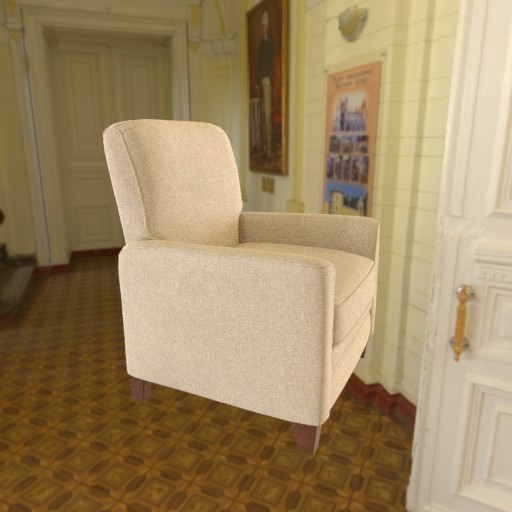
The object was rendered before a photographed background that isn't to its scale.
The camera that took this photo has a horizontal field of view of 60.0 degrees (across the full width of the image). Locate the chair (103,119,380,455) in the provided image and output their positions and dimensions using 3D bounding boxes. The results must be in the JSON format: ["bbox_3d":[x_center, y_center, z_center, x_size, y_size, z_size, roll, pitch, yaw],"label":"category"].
[{"bbox_3d":[0.000,0.000,1.732,0.859,1.023,0.845,7,16,25],"label":"chair"}]
